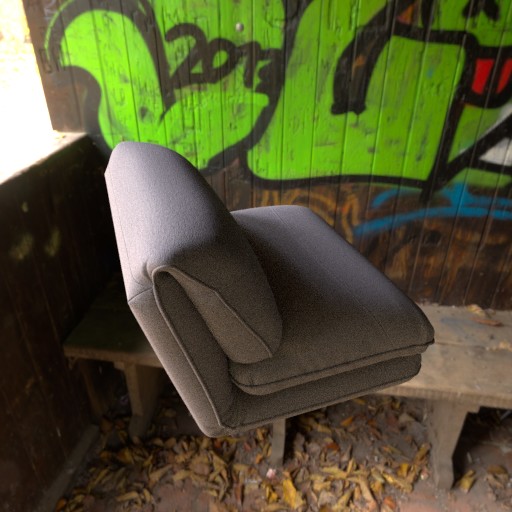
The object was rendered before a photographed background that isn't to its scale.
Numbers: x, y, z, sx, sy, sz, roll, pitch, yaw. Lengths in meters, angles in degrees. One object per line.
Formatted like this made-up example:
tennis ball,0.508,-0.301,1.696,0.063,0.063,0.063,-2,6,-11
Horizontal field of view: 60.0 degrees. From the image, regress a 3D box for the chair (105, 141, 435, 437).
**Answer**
chair,0.000,0.000,1.345,0.780,0.580,0.820,-10,32,-17
